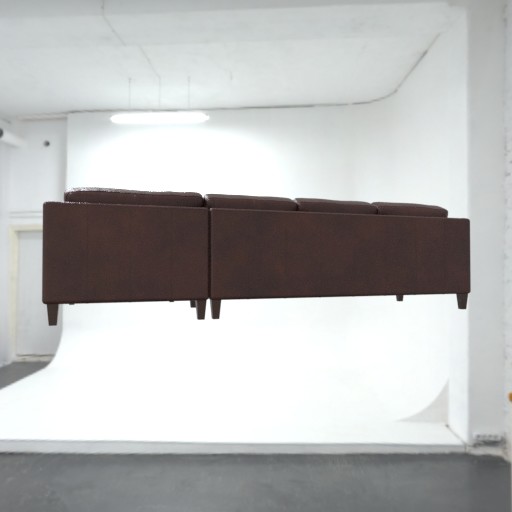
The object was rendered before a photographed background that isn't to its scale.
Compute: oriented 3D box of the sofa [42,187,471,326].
[{"bbox_3d":[0.000,0.000,3.878,3.203,0.883,1.581,0,-1,-18],"label":"sofa"}]
